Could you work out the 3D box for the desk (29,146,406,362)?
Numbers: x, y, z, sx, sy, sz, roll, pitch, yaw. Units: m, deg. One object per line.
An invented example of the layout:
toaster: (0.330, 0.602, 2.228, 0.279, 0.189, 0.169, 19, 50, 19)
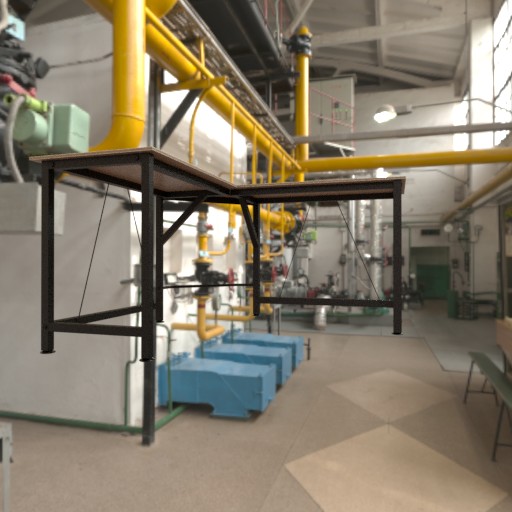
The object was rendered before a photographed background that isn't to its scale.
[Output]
desk: (0.000, 0.000, 2.172, 1.400, 0.762, 1.400, 0, 0, 18)
